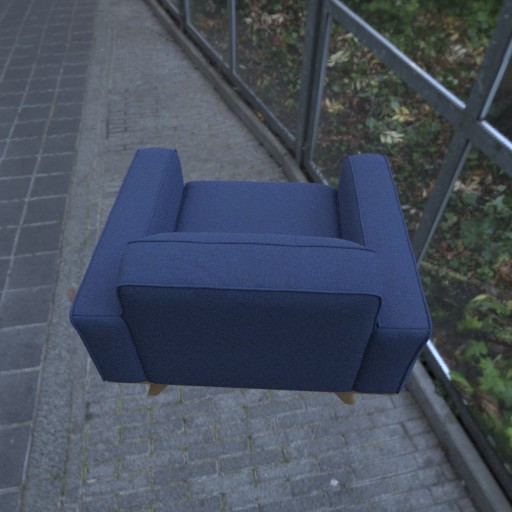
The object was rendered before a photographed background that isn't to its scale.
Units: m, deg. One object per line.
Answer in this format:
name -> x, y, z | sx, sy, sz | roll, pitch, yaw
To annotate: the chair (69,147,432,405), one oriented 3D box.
chair -> 0.000, 0.000, 1.747 | 1.118, 0.783, 0.953 | 2, 47, 2
